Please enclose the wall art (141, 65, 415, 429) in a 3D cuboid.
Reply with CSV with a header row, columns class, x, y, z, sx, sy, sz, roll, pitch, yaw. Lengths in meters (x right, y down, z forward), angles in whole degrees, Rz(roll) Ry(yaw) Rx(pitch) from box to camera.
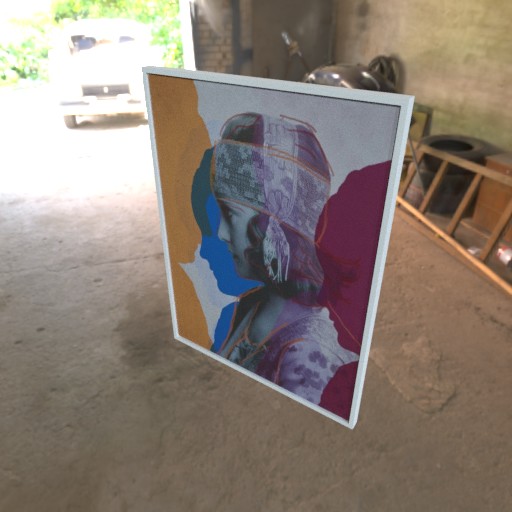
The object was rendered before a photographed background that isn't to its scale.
class,x,y,z,sx,sy,sz,roll,pitch,yaw
wall art,0.000,0.000,1.395,0.795,1.050,0.039,19,36,29
